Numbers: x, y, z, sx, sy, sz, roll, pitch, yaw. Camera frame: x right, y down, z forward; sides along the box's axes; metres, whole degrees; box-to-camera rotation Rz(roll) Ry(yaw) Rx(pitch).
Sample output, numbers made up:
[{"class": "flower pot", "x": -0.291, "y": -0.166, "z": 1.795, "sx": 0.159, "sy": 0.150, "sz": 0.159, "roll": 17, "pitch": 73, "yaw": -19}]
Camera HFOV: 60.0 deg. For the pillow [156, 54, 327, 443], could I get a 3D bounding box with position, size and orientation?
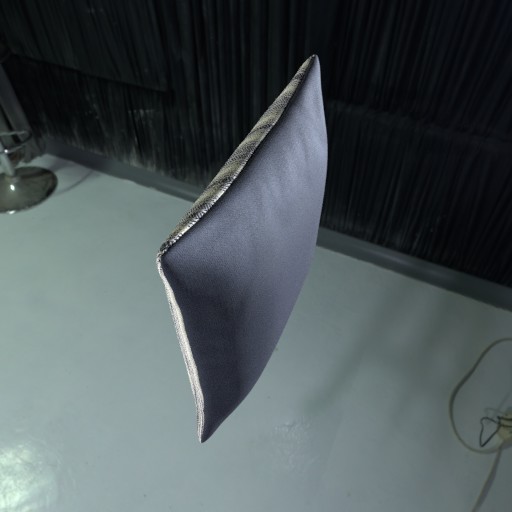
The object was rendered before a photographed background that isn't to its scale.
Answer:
[{"class": "pillow", "x": 0.000, "y": 0.000, "z": 0.782, "sx": 0.166, "sy": 0.508, "sz": 0.520, "roll": 17, "pitch": 49, "yaw": 15}]
